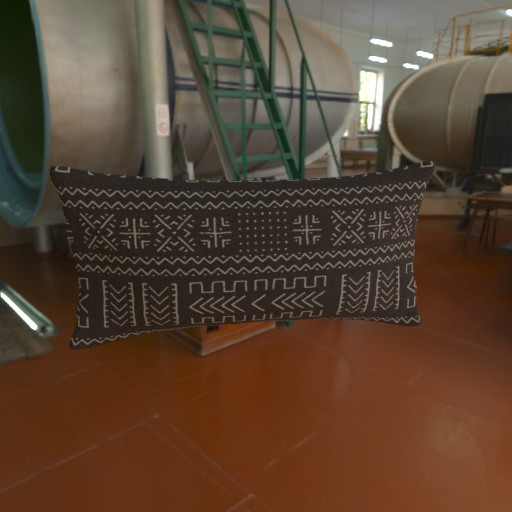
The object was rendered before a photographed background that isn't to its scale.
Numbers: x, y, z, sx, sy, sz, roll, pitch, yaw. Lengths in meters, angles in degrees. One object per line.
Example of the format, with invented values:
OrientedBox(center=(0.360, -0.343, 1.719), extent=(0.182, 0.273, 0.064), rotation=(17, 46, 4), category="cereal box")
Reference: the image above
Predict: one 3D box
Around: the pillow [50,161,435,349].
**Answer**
OrientedBox(center=(0.000, 0.000, 0.784), extent=(0.667, 0.322, 0.135), rotation=(-2, 16, -8), category="pillow")
